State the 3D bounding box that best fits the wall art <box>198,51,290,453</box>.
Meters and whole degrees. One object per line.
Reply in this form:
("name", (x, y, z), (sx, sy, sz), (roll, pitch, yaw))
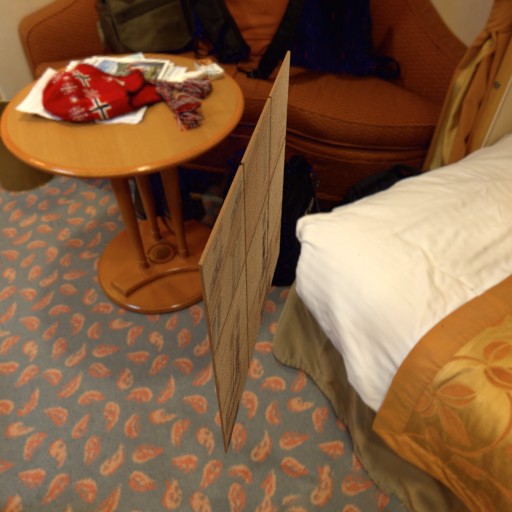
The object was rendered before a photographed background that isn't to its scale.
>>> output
("wall art", (0.000, 0.000, 2.345), (0.023, 1.522, 1.526), (9, 48, 9))
